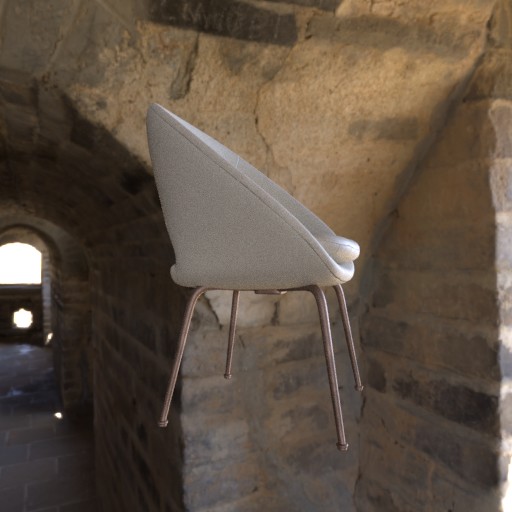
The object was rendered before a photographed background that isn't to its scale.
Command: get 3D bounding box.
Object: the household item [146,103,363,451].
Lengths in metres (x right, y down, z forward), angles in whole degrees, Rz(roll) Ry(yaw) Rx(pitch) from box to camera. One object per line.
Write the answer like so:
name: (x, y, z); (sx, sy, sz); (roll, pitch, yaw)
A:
household item: (0.000, 0.000, 1.263); (0.573, 0.852, 0.623); (0, 0, 18)
